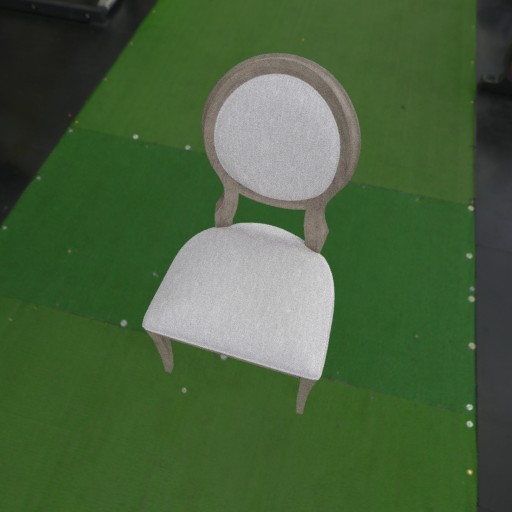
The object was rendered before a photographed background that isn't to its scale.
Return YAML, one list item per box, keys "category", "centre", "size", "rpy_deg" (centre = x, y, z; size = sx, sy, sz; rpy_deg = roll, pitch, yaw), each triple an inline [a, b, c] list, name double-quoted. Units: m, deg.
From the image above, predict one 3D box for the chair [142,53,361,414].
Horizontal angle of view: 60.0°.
- category: "chair"
  centre: [0.000, 0.000, 1.359]
  size: [0.558, 0.990, 0.602]
  rpy_deg: [15, 60, 9]
